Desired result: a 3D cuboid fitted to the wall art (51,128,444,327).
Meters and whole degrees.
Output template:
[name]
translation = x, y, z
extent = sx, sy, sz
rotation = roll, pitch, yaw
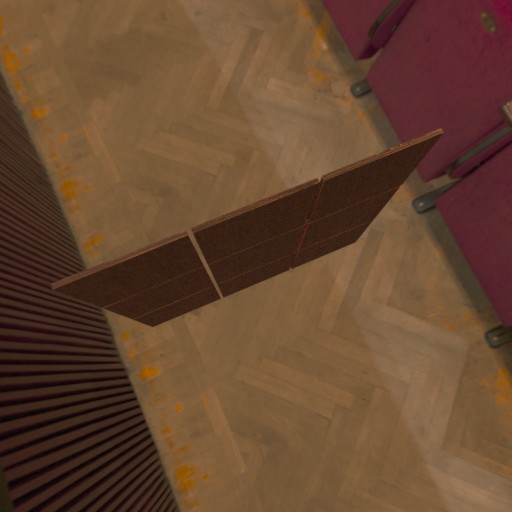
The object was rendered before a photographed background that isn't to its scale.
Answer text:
[wall art]
translation = 0.000, 0.000, 1.400
extent = 0.915, 0.914, 0.013
rotation = -22, 77, -5
